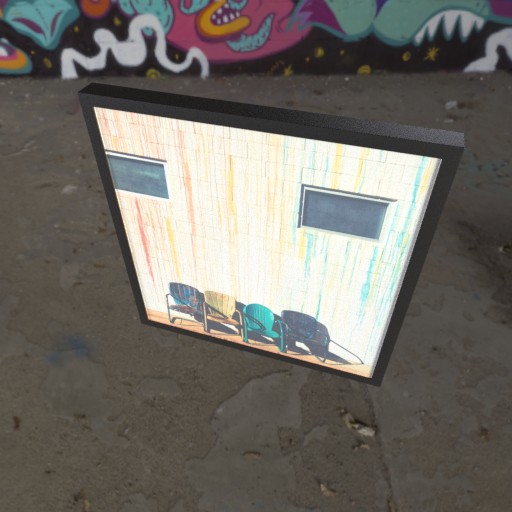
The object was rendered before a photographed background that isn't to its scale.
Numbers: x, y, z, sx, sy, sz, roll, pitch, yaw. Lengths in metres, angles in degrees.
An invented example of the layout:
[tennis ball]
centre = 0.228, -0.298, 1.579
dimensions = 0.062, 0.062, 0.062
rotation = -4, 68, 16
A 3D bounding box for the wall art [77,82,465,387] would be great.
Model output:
[wall art]
centre = 0.000, 0.000, 0.740
dimensions = 0.506, 0.506, 0.037
rotation = 12, 44, 13
